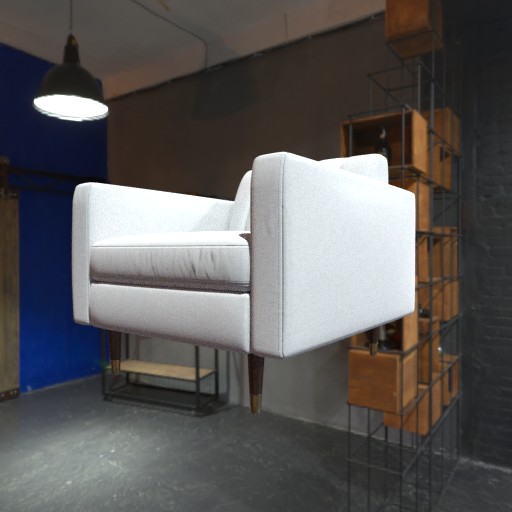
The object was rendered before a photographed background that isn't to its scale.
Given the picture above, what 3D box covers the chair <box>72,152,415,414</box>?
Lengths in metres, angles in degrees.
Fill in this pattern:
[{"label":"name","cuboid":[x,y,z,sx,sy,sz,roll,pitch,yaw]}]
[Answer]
[{"label":"chair","cuboid":[0.000,0.000,1.678,0.953,0.819,0.998,1,1,37]}]
